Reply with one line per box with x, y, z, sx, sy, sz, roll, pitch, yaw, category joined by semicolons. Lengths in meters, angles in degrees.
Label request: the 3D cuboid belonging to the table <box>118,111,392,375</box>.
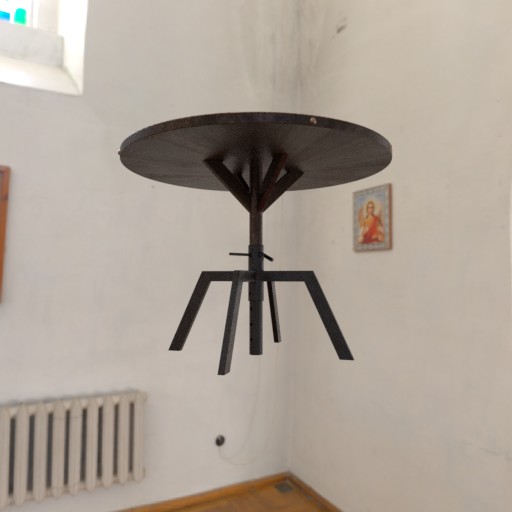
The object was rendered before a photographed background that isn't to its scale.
0.000;0.000;1.492;0.885;0.658;0.885;0;-3;0;table
